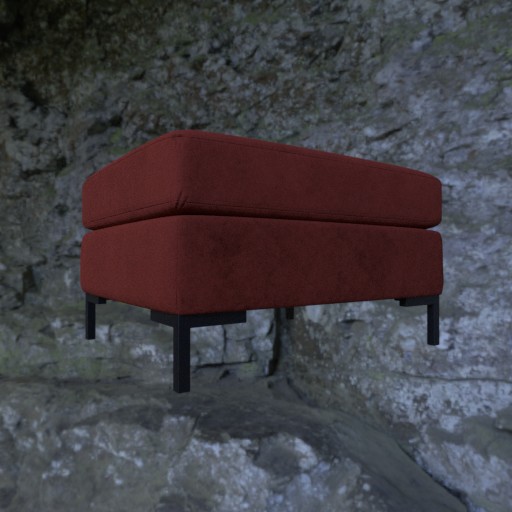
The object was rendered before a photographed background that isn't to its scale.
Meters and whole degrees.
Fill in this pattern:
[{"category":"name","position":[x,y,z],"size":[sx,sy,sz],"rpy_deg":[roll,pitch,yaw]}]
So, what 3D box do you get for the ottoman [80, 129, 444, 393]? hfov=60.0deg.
[{"category":"ottoman","position":[0.000,0.000,1.193],"size":[0.782,0.462,0.650],"rpy_deg":[0,0,-35]}]
